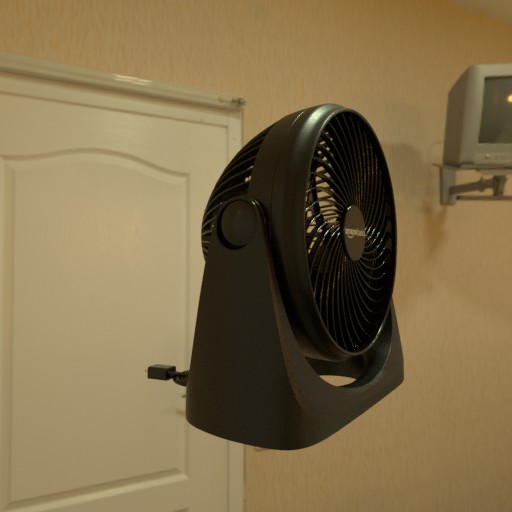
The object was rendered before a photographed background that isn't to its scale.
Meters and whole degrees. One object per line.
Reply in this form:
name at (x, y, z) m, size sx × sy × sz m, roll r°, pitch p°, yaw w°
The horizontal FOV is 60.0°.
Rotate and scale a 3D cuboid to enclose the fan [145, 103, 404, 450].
fan at (0.000, 0.000, 0.476) m, size 0.256 × 0.277 × 0.273 m, roll -1°, pitch -2°, yaw 34°
